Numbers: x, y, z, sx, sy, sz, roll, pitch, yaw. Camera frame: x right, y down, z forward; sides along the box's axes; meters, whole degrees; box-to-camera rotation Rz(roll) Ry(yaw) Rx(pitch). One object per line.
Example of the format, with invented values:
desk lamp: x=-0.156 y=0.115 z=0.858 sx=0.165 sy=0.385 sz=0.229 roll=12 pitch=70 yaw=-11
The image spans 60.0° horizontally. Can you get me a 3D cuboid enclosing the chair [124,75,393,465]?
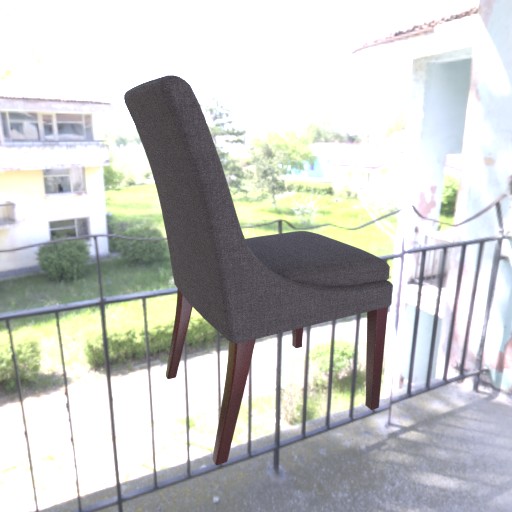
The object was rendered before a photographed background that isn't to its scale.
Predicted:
chair: x=0.000 y=0.000 z=1.338 sx=0.655 sy=0.952 sz=0.508 roll=-8 pitch=18 yaw=-25
